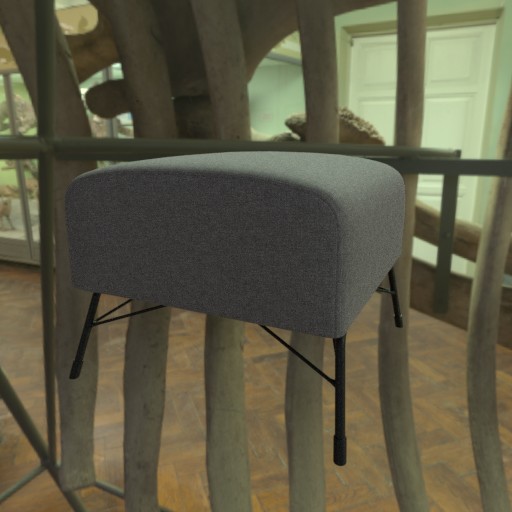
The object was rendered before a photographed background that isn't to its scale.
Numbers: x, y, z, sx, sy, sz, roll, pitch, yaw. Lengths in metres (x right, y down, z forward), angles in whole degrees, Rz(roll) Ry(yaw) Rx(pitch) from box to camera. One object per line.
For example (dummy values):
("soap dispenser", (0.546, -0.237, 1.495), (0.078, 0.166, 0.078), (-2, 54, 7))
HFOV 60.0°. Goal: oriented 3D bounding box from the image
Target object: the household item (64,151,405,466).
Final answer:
("household item", (0.000, 0.000, 0.895), (0.530, 0.410, 0.530), (7, 16, 25))
